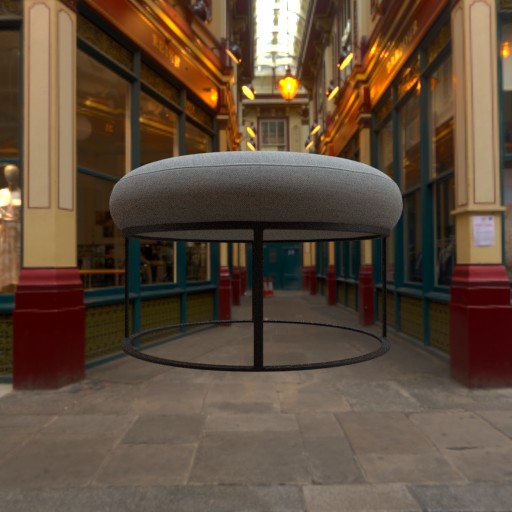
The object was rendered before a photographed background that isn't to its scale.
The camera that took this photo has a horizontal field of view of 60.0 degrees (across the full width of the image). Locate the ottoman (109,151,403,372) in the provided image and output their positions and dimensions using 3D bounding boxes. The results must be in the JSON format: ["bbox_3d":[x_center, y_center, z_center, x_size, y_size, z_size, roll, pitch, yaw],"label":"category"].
[{"bbox_3d":[0.000,0.000,1.220,0.769,0.459,0.769,0,-1,0],"label":"ottoman"}]
